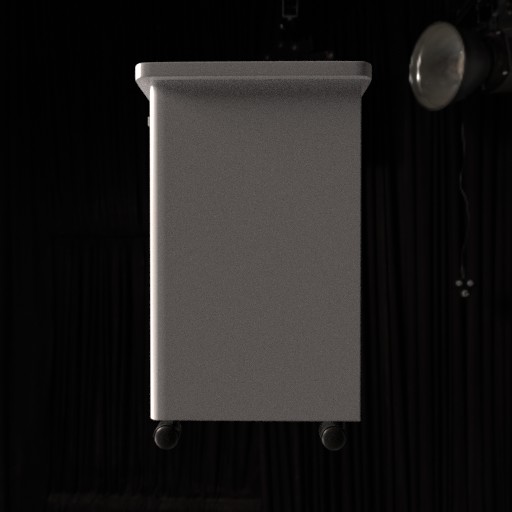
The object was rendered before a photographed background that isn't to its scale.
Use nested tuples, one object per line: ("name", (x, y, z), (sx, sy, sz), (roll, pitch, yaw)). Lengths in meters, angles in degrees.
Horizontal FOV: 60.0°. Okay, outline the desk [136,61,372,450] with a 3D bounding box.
("desk", (0.000, 0.000, 1.300), (0.475, 0.763, 0.877), (0, 1, 1))
